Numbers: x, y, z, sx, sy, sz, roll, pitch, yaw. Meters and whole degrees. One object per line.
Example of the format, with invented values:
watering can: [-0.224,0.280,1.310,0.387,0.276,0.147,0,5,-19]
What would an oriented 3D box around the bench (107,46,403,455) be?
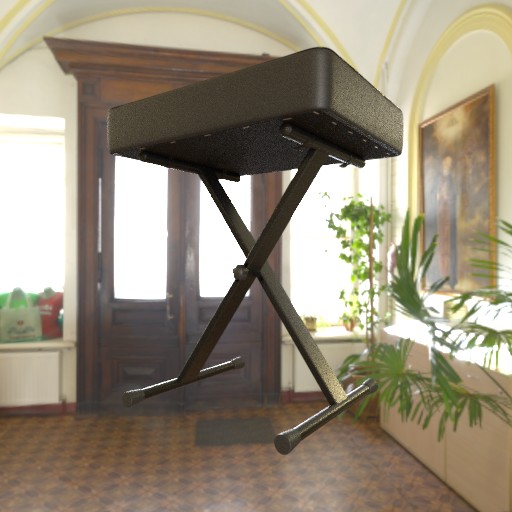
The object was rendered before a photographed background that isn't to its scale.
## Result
bench: [0.000,0.000,0.772,0.424,0.500,0.321,0,0,35]
